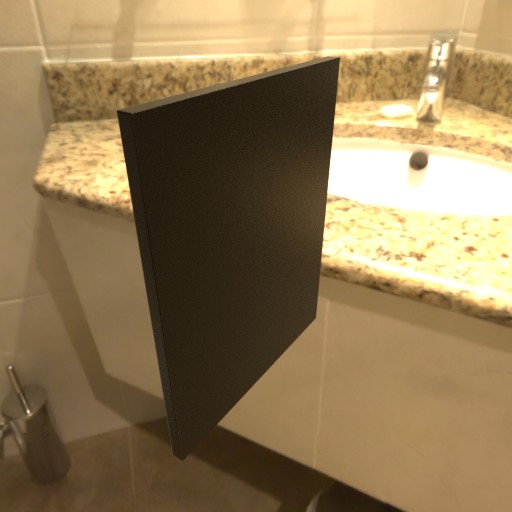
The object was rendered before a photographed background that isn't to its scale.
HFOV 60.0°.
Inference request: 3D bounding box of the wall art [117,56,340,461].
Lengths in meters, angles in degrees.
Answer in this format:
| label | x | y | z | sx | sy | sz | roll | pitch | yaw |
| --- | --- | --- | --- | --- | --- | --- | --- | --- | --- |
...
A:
| label | x | y | z | sx | sy | sz | roll | pitch | yaw |
| --- | --- | --- | --- | --- | --- | --- | --- | --- | --- |
| wall art | 0.000 | 0.000 | 1.569 | 0.053 | 1.194 | 0.950 | 21 | 38 | 30 |
